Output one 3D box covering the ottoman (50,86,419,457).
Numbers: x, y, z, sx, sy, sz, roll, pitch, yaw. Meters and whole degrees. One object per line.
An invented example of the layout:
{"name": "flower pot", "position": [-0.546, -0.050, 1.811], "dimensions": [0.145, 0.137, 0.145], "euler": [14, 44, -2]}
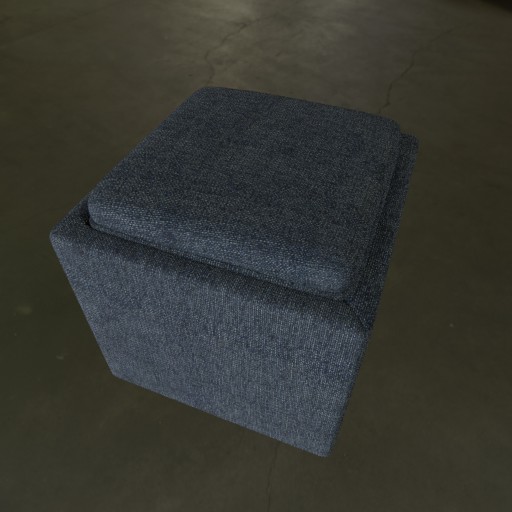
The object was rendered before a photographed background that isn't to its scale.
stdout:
{"name": "ottoman", "position": [0.000, 0.000, 0.814], "dimensions": [0.450, 0.460, 0.450], "euler": [16, 48, 15]}
